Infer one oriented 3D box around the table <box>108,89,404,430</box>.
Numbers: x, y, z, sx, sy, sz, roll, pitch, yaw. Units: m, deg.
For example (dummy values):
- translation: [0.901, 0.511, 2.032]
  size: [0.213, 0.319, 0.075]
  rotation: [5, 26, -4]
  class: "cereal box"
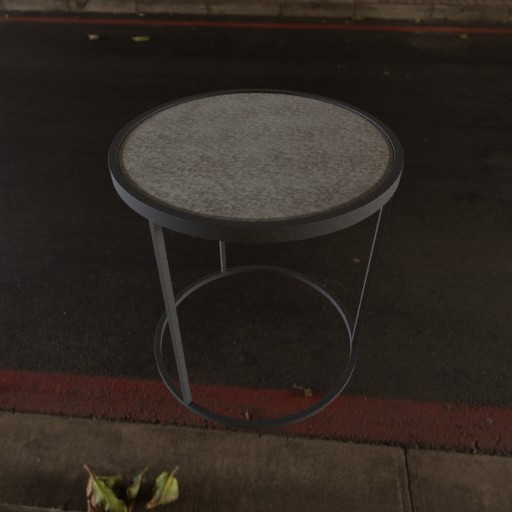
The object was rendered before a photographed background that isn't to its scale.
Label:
- translation: [0.000, 0.000, 0.888]
  size: [0.470, 0.498, 0.470]
  rotation: [0, 41, 0]
  class: "table"
